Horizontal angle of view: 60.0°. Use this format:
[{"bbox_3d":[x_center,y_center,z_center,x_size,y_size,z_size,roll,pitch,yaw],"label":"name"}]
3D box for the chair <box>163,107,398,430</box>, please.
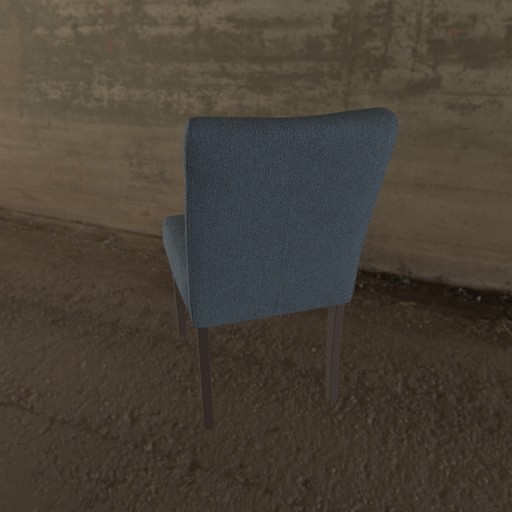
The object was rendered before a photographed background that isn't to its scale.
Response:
[{"bbox_3d":[0.000,0.000,1.290,0.487,0.882,0.629,-8,28,-15],"label":"chair"}]
